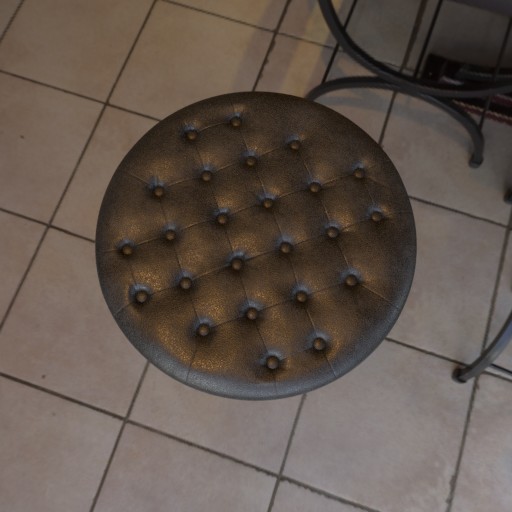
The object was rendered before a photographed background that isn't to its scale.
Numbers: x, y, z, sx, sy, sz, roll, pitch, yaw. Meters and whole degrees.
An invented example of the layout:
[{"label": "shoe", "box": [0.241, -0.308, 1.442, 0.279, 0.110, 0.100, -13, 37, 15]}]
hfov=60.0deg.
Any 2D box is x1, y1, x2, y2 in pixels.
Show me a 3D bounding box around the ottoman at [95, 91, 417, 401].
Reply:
[{"label": "ottoman", "box": [0.000, 0.000, 1.056, 0.637, 0.442, 0.637, 0, 75, 0]}]
